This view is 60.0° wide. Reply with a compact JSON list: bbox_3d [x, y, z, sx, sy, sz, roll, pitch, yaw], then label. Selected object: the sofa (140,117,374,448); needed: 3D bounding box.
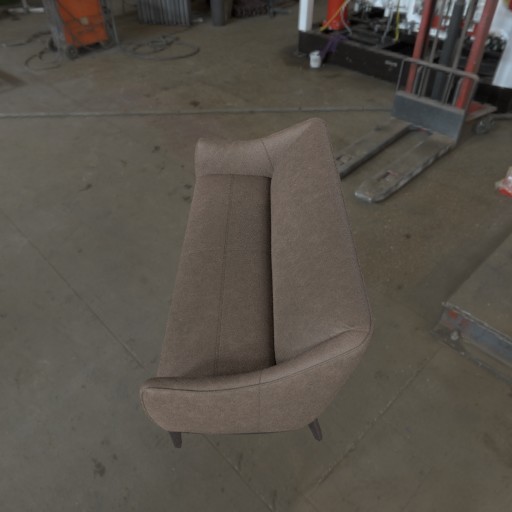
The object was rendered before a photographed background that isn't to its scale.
[{"bbox_3d":[0.000,0.000,2.425,0.869,0.831,1.928,0,42,0],"label":"sofa"}]
